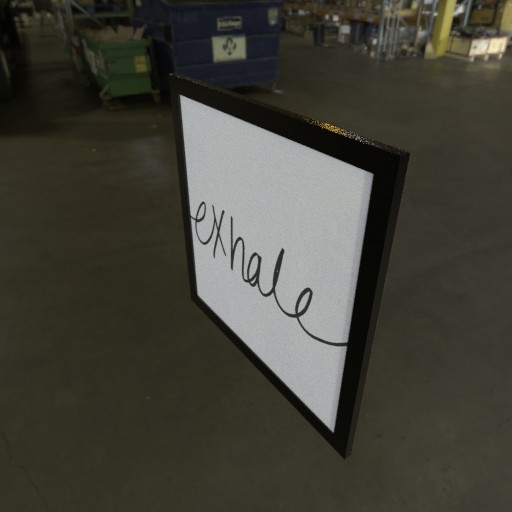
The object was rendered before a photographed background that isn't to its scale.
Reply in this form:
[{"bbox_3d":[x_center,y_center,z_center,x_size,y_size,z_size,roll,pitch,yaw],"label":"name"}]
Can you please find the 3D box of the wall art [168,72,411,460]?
[{"bbox_3d":[0.000,0.000,0.658,0.014,0.445,0.446,-21,38,-30],"label":"wall art"}]
